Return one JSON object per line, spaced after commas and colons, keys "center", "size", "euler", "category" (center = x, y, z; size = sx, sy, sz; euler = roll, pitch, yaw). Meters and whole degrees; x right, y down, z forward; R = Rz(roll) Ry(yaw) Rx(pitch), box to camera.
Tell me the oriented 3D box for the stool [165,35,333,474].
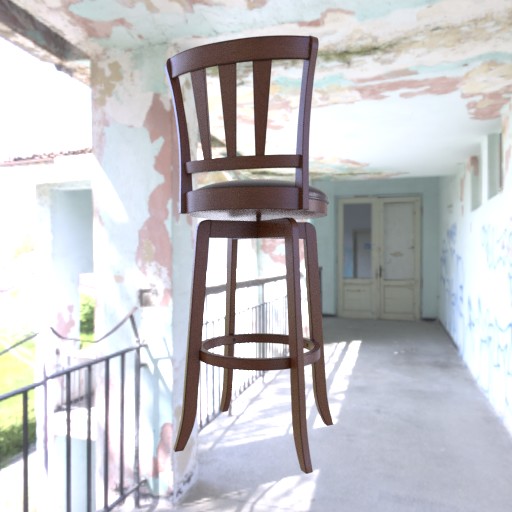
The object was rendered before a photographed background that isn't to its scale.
{"center": [0.000, 0.000, 1.413], "size": [0.464, 1.177, 0.503], "euler": [0, 1, 19], "category": "stool"}
